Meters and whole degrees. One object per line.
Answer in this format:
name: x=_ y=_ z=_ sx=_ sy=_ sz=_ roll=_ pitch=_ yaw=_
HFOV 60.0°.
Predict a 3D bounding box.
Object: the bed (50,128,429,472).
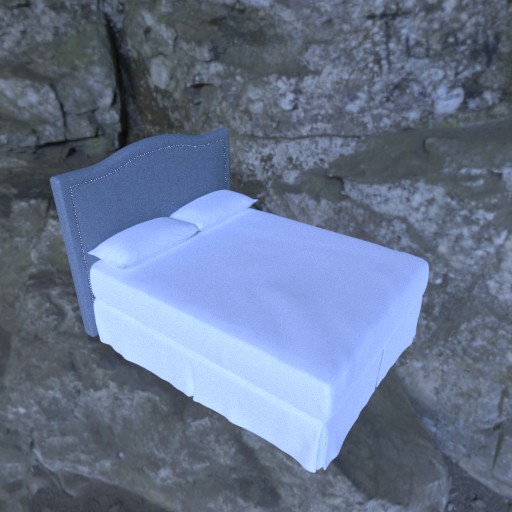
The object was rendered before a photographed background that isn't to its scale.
bed: x=0.000 y=0.000 z=3.288 sx=2.143 sy=1.460 sz=1.753 roll=20 pitch=34 yaw=31
